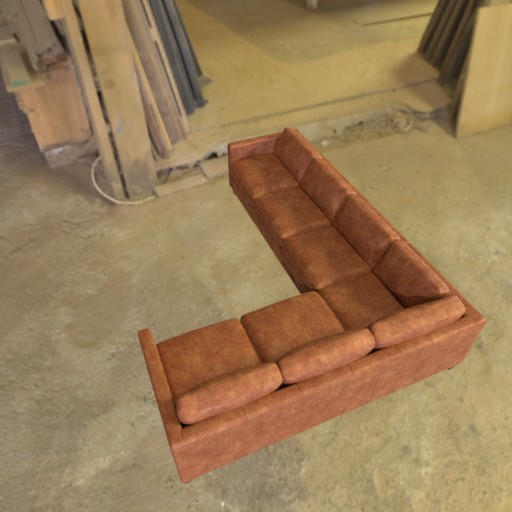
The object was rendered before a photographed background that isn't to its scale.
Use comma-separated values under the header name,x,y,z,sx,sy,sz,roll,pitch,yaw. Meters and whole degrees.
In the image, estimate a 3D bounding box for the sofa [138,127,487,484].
name,x,y,z,sx,sy,sz,roll,pitch,yaw
sofa,0.000,0.000,4.173,2.438,0.838,3.167,-17,47,-16
